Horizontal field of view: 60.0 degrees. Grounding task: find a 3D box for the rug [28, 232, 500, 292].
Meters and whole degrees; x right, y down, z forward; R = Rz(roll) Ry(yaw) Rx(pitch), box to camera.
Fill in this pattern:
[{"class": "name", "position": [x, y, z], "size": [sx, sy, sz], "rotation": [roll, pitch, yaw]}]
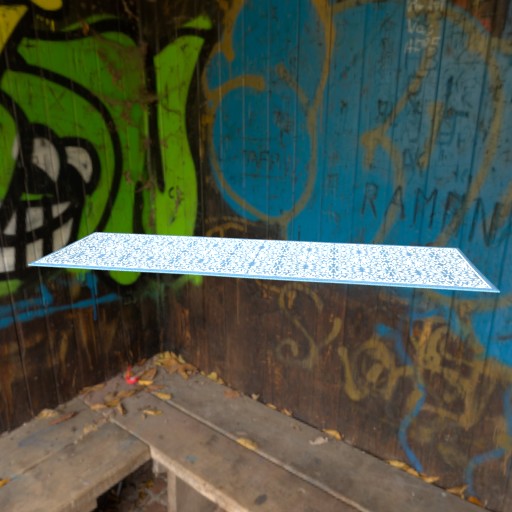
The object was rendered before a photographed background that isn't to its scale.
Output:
[{"class": "rug", "position": [0.000, 0.000, 2.349], "size": [2.196, 0.011, 0.662], "rotation": [3, 17, 9]}]
